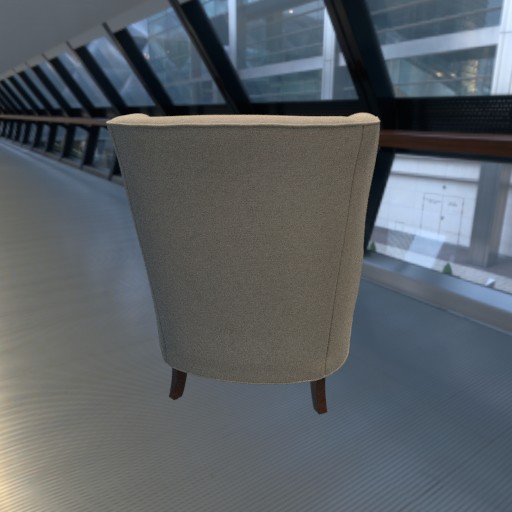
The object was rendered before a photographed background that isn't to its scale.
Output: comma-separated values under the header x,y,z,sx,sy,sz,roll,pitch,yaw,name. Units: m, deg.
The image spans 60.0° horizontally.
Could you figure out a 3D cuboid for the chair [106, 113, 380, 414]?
x,y,z,sx,sy,sz,roll,pitch,yaw,name
0.000,0.000,1.709,0.838,1.040,0.966,3,17,9,chair
